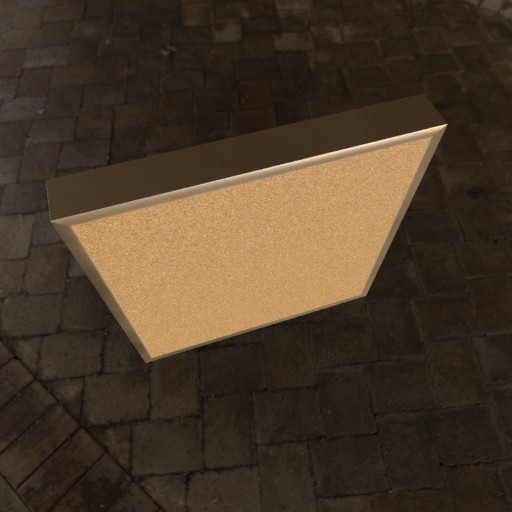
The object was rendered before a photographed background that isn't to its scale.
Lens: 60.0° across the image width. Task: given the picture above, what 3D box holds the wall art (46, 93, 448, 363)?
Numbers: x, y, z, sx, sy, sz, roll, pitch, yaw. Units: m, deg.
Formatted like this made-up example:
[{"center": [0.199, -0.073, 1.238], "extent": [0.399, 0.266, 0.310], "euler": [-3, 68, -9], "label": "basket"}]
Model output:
[{"center": [0.000, 0.000, 0.462], "extent": [0.305, 0.303, 0.038], "euler": [-15, 60, -9], "label": "wall art"}]
